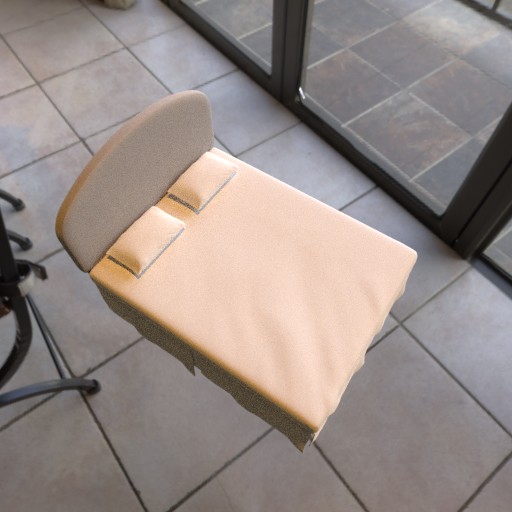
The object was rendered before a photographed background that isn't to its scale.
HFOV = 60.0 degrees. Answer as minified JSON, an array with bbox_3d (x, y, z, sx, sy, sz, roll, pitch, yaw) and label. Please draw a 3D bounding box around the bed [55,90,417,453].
[{"bbox_3d":[0.000,0.000,3.113,2.005,1.410,1.607,30,64,17],"label":"bed"}]
